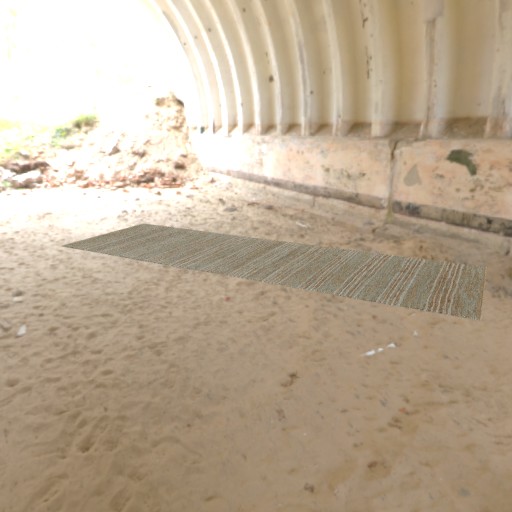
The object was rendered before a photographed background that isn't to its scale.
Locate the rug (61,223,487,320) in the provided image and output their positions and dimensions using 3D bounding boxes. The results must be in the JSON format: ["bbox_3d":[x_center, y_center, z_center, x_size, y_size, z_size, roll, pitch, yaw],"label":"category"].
[{"bbox_3d":[0.000,0.000,2.640,2.438,0.006,0.783,8,18,27],"label":"rug"}]
